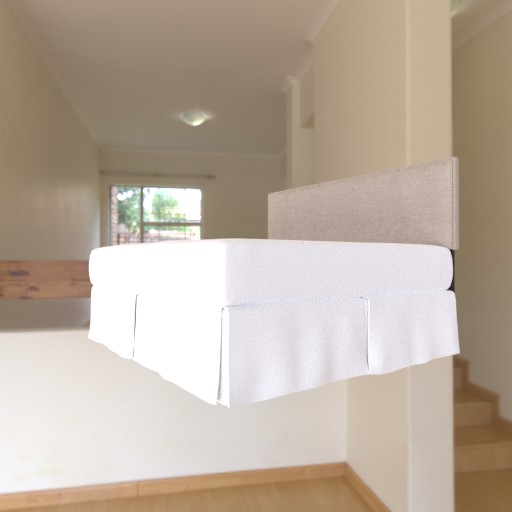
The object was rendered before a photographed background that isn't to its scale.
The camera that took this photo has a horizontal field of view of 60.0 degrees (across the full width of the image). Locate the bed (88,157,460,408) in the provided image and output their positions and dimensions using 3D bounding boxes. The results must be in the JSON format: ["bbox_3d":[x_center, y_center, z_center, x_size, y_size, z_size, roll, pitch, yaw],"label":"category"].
[{"bbox_3d":[0.000,0.000,3.295,1.914,1.346,2.170,0,-1,-36],"label":"bed"}]
